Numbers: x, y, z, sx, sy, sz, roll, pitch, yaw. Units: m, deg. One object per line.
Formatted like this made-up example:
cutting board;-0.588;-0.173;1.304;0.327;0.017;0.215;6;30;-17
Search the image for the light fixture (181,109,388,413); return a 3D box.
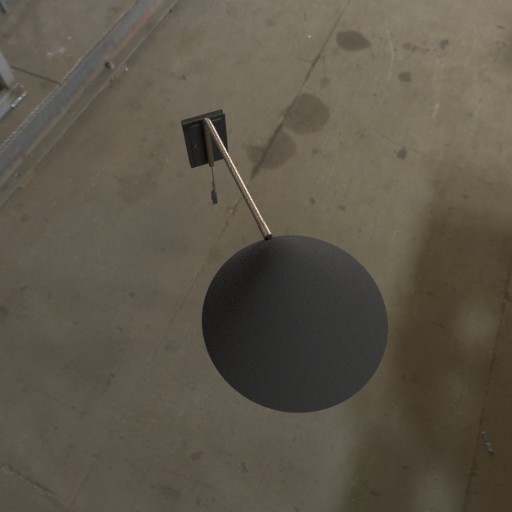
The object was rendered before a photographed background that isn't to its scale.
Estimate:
light fixture;0.000;0.000;0.704;0.240;0.312;0.516;-19;64;-10
